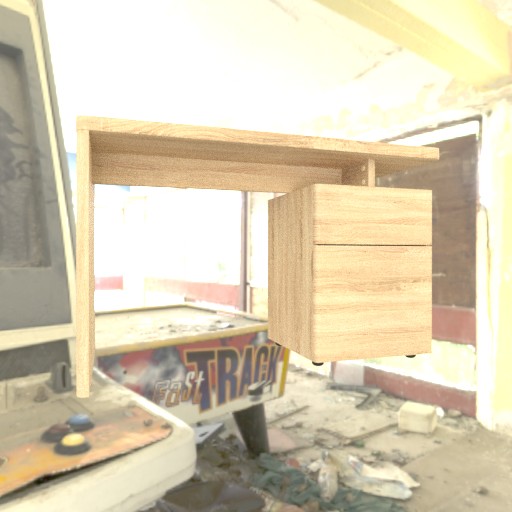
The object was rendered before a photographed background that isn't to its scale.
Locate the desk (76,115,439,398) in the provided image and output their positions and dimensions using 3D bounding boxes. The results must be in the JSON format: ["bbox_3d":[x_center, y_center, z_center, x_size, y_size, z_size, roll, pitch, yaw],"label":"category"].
[{"bbox_3d":[0.000,0.000,1.632,1.200,0.760,0.550,0,0,-18],"label":"desk"}]
